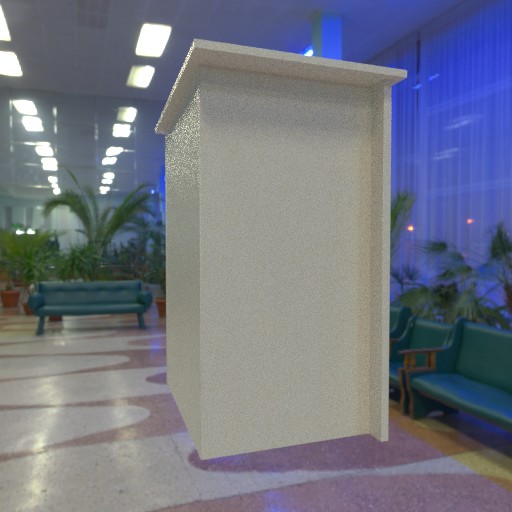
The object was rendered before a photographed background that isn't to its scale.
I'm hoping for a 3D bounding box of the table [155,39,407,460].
[{"bbox_3d":[0.000,0.000,1.058,0.406,0.711,0.589,-1,2,-19],"label":"table"}]
